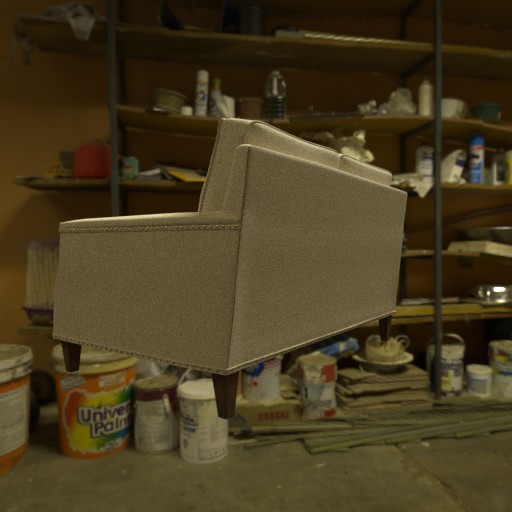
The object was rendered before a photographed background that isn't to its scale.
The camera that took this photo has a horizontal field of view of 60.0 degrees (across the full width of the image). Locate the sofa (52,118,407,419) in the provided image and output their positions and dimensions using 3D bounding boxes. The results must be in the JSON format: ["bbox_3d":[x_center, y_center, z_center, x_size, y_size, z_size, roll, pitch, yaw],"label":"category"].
[{"bbox_3d":[0.000,0.000,2.249,1.084,1.003,1.597,1,2,36],"label":"sofa"}]
